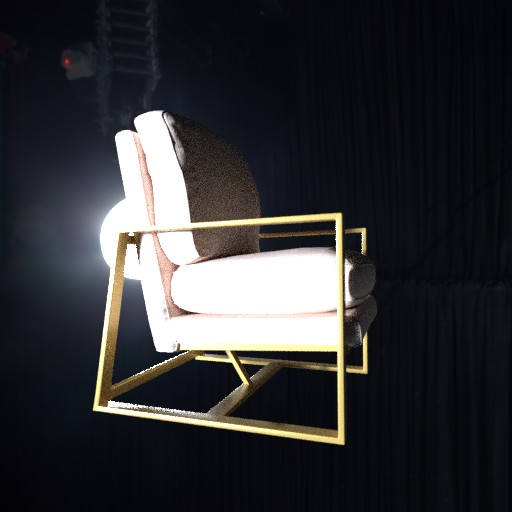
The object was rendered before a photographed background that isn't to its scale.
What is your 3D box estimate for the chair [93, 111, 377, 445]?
[{"bbox_3d":[0.000,0.000,1.598,0.813,0.956,0.758,0,0,19],"label":"chair"}]
